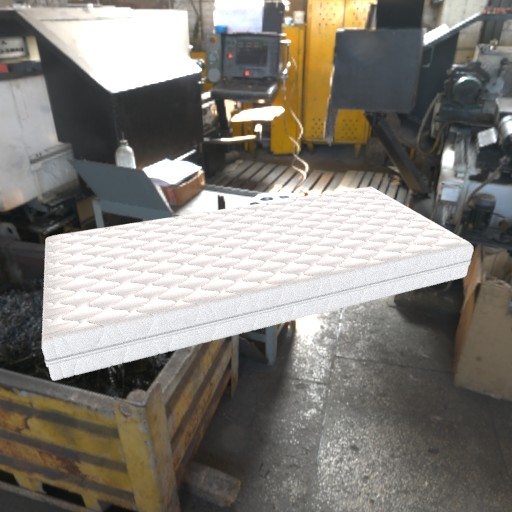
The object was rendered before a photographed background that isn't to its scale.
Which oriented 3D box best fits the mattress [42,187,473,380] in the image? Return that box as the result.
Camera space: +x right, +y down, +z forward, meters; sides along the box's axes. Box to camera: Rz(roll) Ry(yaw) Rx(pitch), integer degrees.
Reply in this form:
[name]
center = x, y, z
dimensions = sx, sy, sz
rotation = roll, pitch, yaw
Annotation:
[mattress]
center = 0.000, 0.000, 2.286
dimensions = 2.000, 0.200, 0.900
rotation = -11, 31, -19
